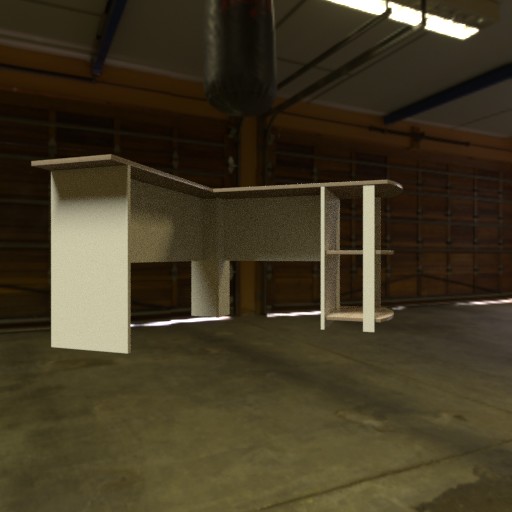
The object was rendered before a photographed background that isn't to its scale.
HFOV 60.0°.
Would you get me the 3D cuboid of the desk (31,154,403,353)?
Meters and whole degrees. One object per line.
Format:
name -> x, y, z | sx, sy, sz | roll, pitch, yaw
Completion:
desk -> 0.000, 0.000, 2.085 | 1.303, 0.716, 1.361 | 0, 0, 19
